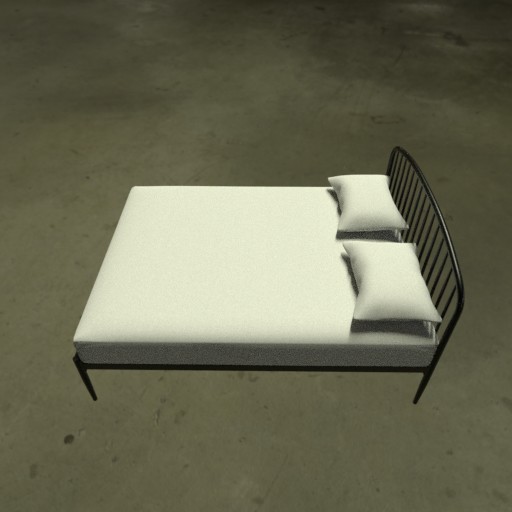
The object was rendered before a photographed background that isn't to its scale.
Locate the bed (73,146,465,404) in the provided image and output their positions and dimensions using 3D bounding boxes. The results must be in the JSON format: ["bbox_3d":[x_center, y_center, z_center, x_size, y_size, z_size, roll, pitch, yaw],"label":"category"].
[{"bbox_3d":[0.000,0.000,3.124,2.159,1.166,1.618,0,42,0],"label":"bed"}]
